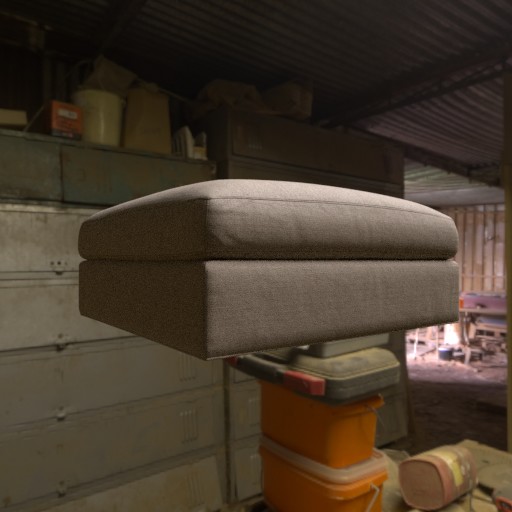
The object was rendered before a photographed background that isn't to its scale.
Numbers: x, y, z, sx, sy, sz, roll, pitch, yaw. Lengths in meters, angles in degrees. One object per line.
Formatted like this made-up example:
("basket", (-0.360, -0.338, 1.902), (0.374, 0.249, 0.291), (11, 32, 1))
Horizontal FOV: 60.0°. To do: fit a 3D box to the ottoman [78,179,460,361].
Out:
("ottoman", (0.000, 0.000, 1.658), (1.041, 0.470, 1.041), (0, -1, -36))
